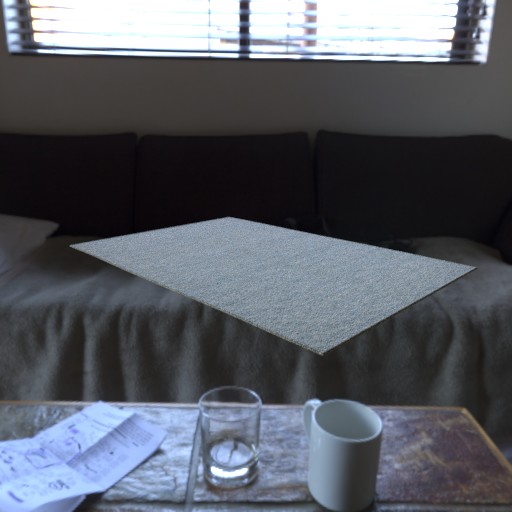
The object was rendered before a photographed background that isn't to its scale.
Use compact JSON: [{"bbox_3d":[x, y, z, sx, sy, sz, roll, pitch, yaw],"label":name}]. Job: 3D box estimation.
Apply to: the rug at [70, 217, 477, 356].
[{"bbox_3d":[0.000,0.000,2.955,1.547,0.013,2.283,-15,22,-43],"label":"rug"}]
